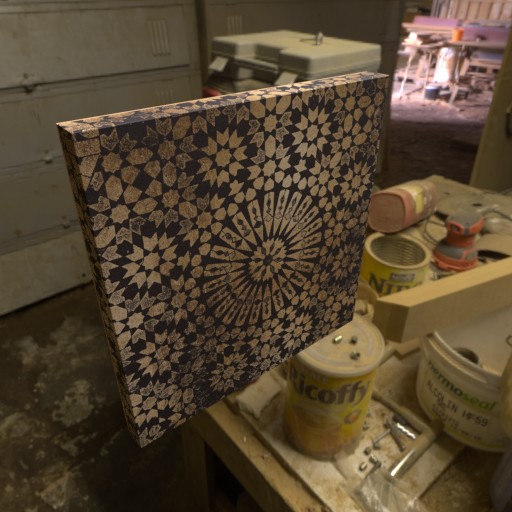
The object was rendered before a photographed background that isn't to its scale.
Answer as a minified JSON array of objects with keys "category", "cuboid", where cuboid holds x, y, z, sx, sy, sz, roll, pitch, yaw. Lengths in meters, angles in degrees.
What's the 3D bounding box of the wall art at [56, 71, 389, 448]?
[{"category":"wall art","cuboid":[0.000,0.000,0.578,0.405,0.405,0.038,-23,38,-32]}]
